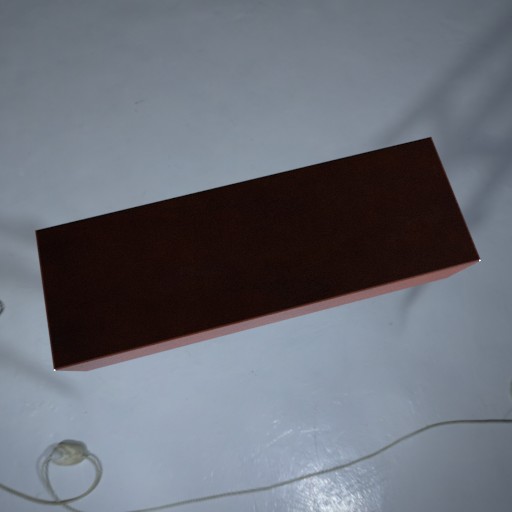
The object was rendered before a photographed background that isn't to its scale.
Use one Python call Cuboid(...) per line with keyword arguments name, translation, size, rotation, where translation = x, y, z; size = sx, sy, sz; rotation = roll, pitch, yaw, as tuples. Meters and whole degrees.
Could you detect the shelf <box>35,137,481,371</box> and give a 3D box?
Cuboid(name="shelf", translation=(0.000, 0.000, 0.520), size=(0.457, 0.088, 0.152), rotation=(-14, 75, -4))
